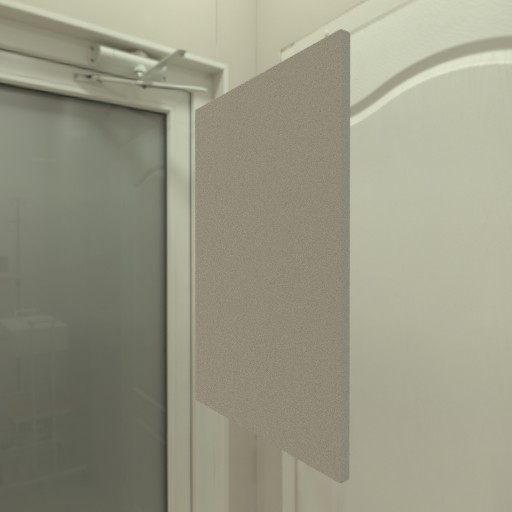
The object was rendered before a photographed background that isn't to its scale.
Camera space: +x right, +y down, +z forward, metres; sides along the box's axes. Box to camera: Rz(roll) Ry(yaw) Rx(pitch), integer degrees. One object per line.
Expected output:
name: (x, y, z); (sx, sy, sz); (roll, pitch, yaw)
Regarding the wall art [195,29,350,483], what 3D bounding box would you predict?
wall art: (0.000, 0.000, 1.489); (0.038, 1.183, 0.808); (0, 1, -35)
